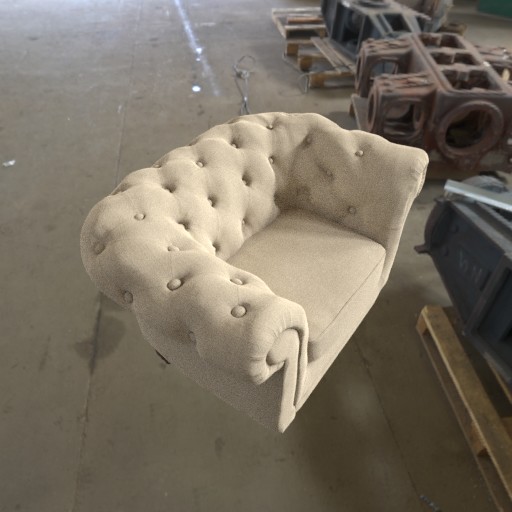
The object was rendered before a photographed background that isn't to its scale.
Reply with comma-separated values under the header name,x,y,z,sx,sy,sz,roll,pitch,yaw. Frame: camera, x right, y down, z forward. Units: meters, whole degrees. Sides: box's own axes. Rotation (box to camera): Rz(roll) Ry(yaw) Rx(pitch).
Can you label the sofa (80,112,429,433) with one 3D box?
name,x,y,z,sx,sy,sz,roll,pitch,yaw
sofa,0.000,0.000,2.028,1.034,0.878,1.405,26,49,26
